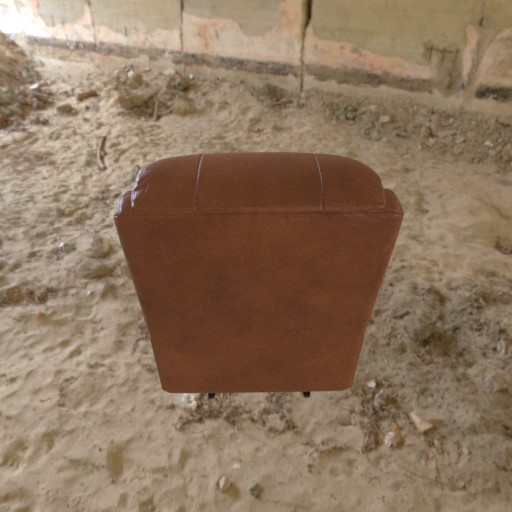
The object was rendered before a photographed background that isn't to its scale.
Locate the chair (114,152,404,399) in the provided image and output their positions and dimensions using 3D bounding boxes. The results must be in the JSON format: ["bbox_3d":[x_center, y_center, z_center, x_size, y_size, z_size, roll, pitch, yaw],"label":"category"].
[{"bbox_3d":[0.000,0.000,1.773,0.838,1.054,1.014,-1,32,-1],"label":"chair"}]
